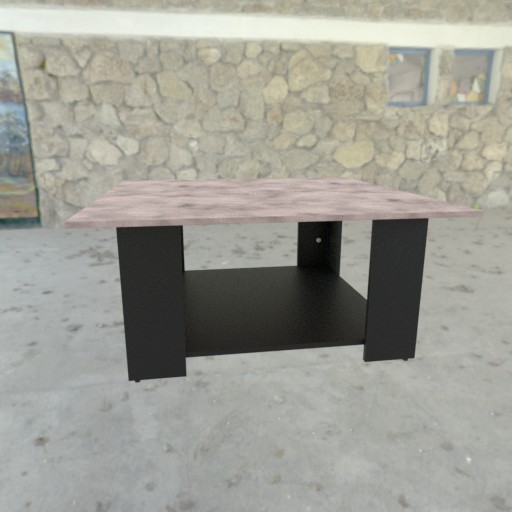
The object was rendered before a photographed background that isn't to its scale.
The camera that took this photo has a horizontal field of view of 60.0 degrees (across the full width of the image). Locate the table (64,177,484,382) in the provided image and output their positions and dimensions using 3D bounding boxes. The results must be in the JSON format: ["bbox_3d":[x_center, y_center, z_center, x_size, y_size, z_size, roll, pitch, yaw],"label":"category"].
[{"bbox_3d":[0.000,0.000,1.052,0.670,0.305,0.670,-2,15,-9],"label":"table"}]
